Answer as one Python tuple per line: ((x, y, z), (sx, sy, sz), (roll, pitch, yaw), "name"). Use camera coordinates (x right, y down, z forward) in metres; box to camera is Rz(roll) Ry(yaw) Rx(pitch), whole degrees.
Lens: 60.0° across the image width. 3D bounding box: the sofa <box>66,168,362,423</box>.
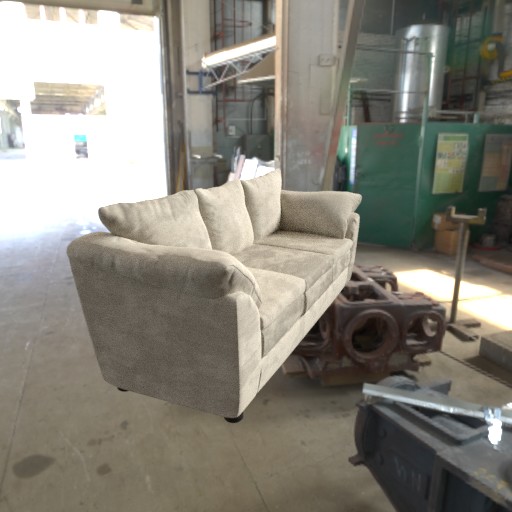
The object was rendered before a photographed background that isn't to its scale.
((0.000, 0.000, 2.871), (0.893, 0.981, 2.377), (7, 16, 24), "sofa")
